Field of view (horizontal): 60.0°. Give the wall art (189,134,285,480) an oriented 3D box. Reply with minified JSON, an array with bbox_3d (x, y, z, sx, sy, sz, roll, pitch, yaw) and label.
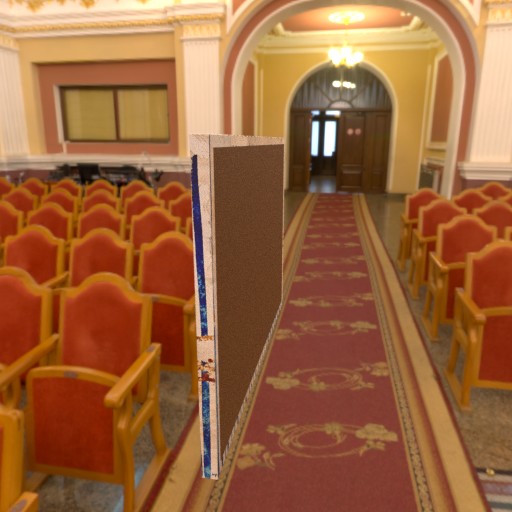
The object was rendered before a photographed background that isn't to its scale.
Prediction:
[{"bbox_3d":[0.000,0.000,1.171,0.030,0.609,0.919,3,15,10],"label":"wall art"}]
